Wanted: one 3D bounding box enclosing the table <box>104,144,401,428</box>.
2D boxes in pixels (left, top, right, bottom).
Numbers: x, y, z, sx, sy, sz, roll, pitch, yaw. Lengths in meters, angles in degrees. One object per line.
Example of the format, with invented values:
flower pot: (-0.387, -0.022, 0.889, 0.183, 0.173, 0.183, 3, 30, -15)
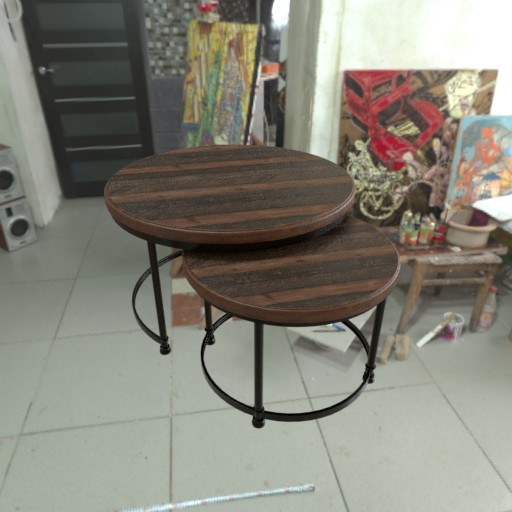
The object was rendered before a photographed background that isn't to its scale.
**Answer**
table: (0.000, 0.000, 1.606, 0.870, 0.516, 1.152, -21, 36, -33)
